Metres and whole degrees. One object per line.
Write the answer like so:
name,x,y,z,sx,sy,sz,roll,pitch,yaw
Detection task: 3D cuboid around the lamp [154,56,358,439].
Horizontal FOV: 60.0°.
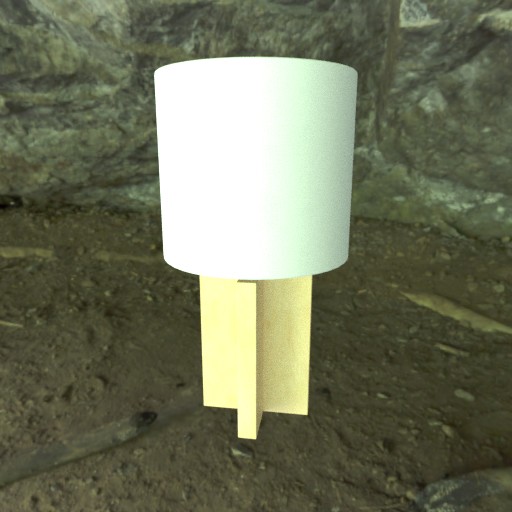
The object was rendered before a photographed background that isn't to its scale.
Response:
lamp,0.000,0.000,0.562,0.229,0.428,0.229,2,14,9
